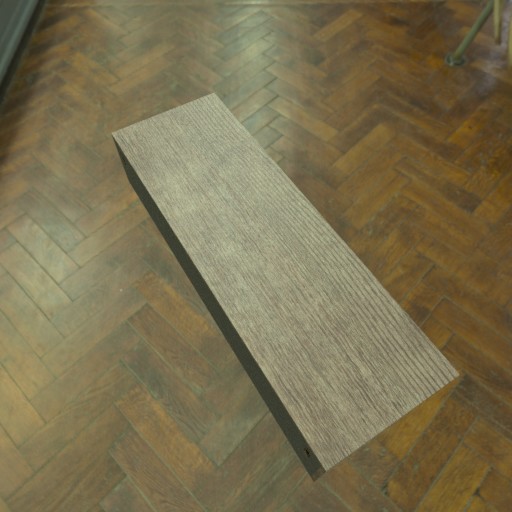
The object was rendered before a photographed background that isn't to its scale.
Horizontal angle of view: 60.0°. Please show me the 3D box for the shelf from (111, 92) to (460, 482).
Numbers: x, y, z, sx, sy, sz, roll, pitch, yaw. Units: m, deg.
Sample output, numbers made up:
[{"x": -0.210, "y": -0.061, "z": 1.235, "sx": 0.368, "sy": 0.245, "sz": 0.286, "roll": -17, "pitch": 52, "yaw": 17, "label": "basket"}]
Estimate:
[{"x": 0.000, "y": 0.000, "z": 0.694, "sx": 0.200, "sy": 0.125, "sz": 0.610, "roll": -28, "pitch": 62, "yaw": -16, "label": "shelf"}]
